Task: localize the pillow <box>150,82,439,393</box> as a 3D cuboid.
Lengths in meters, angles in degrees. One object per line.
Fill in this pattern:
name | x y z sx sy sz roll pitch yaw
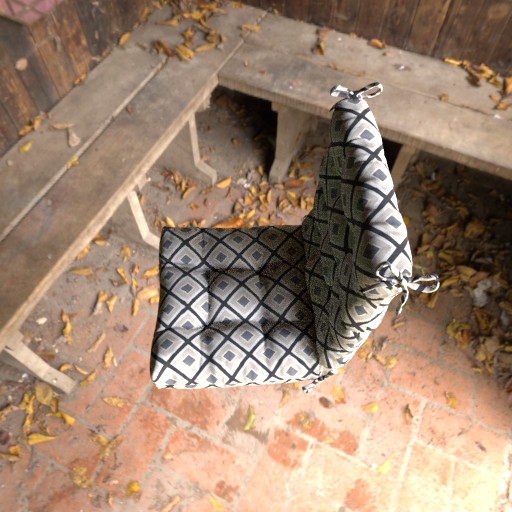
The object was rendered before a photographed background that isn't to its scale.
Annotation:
pillow | 0.000 0.000 1.059 0.571 0.605 0.519 -2 59 -1
